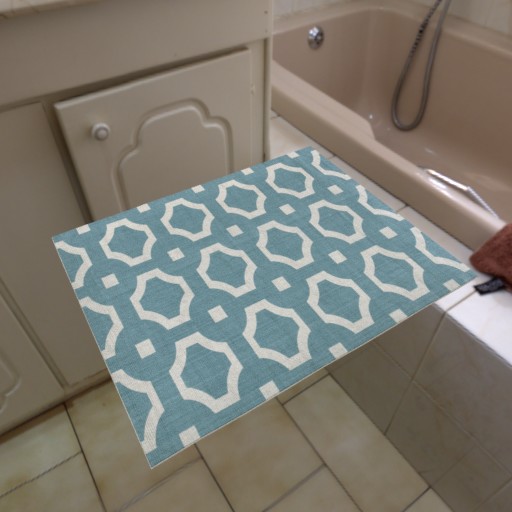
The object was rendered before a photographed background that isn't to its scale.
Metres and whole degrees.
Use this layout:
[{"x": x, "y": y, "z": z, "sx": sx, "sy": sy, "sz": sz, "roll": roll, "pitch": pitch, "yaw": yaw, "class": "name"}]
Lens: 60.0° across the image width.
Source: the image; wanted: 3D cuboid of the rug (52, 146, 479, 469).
[{"x": 0.000, "y": 0.000, "z": 4.032, "sx": 3.049, "sy": 0.021, "sz": 2.466, "roll": -24, "pitch": 50, "yaw": -22, "class": "rug"}]
